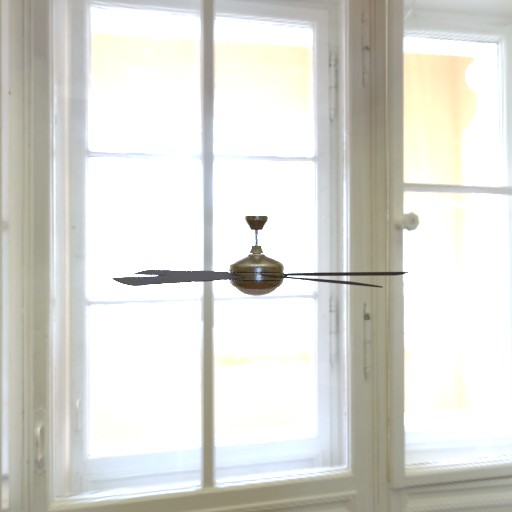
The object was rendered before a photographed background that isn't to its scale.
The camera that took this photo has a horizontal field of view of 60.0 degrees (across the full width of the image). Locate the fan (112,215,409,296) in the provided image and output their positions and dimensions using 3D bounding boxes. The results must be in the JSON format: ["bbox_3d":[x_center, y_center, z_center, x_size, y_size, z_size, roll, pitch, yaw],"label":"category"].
[{"bbox_3d":[0.000,0.000,1.975,1.321,0.356,1.321,0,1,36],"label":"fan"}]
